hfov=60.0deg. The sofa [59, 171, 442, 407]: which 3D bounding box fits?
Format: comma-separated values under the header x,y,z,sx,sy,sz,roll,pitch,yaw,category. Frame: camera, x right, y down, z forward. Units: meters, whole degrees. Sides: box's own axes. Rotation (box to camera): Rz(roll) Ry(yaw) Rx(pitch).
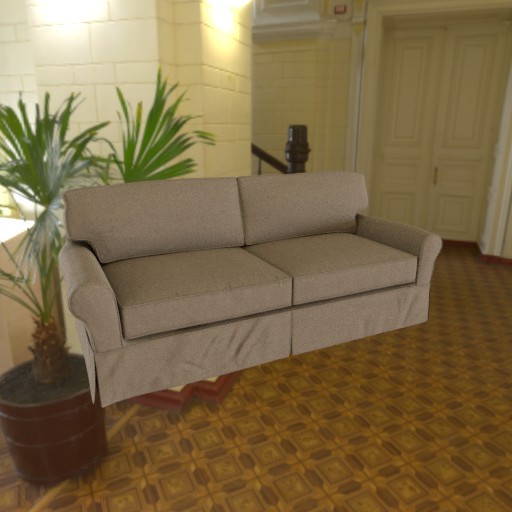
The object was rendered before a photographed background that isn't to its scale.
x,y,z,sx,sy,sz,roll,pitch,yaw,category
0.000,0.000,2.781,2.248,0.943,0.991,-8,18,-25,sofa
